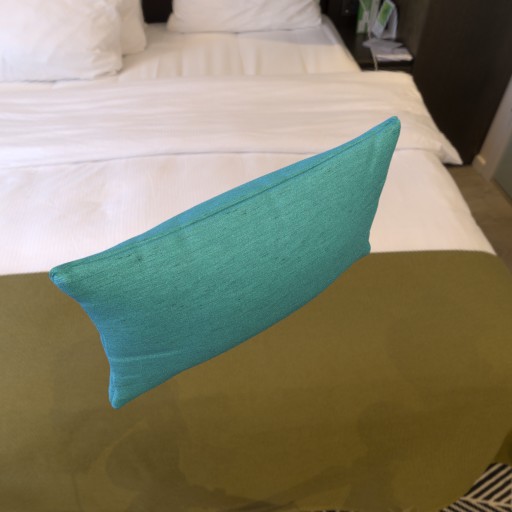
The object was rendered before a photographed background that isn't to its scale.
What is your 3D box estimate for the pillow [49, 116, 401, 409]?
[{"bbox_3d":[0.000,0.000,0.780,0.633,0.338,0.210,-28,52,-25],"label":"pillow"}]
